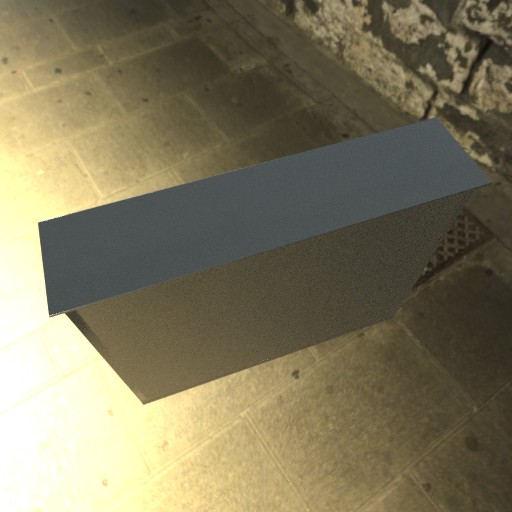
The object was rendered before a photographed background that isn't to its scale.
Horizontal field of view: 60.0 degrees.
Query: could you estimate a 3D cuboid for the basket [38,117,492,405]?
[{"bbox_3d":[0.000,0.000,1.071,0.780,0.600,0.350,-17,59,-10],"label":"basket"}]
